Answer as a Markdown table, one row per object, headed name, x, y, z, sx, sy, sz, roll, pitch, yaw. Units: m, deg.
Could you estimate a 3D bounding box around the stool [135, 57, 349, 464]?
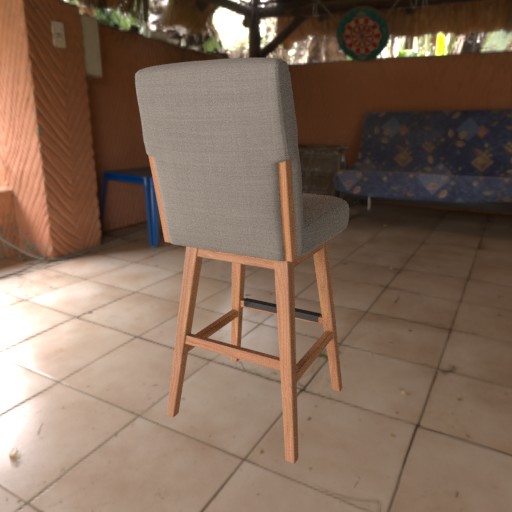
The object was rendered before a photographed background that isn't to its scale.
| name | x | y | z | sx | sy | sz | roll | pitch | yaw |
| --- | --- | --- | --- | --- | --- | --- | --- | --- | --- |
| stool | 0.000 | 0.000 | 1.432 | 0.483 | 1.112 | 0.570 | 9 | 19 | 27 |
